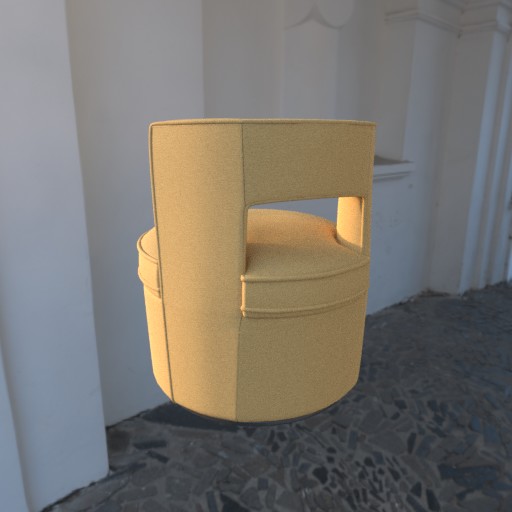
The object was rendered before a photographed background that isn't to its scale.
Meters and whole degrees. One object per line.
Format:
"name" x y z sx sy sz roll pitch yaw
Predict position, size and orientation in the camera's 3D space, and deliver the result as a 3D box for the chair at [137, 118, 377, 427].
"chair" 0.000 0.000 1.257 0.650 0.723 0.665 -8 17 -26
